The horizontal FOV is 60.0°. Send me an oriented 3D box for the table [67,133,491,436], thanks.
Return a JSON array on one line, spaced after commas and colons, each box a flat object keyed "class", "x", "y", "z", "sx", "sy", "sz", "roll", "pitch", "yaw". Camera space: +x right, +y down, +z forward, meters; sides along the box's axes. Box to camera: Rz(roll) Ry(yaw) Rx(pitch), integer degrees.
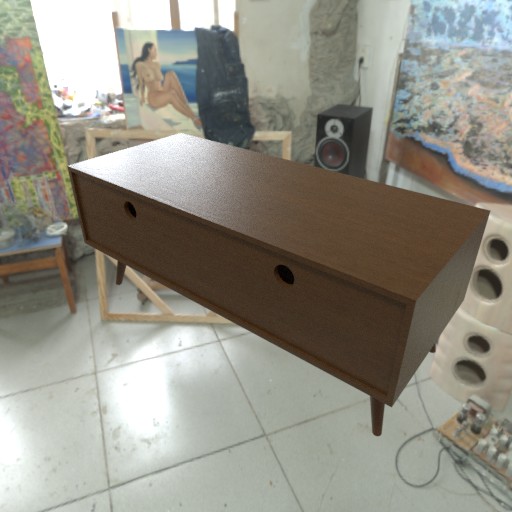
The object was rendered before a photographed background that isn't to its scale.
[{"class": "table", "x": 0.000, "y": 0.000, "z": 1.365, "sx": 1.119, "sy": 0.464, "sz": 0.490, "roll": 22, "pitch": 37, "yaw": 33}]
